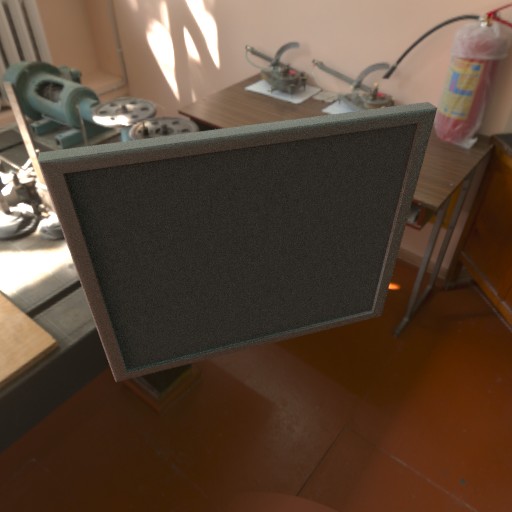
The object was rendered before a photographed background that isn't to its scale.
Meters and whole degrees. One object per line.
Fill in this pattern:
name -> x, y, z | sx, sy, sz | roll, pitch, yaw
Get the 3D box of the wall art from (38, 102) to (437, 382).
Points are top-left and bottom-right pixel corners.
wall art -> 0.000, 0.000, 0.751 | 0.556, 0.457, 0.028 | -11, 42, -13
